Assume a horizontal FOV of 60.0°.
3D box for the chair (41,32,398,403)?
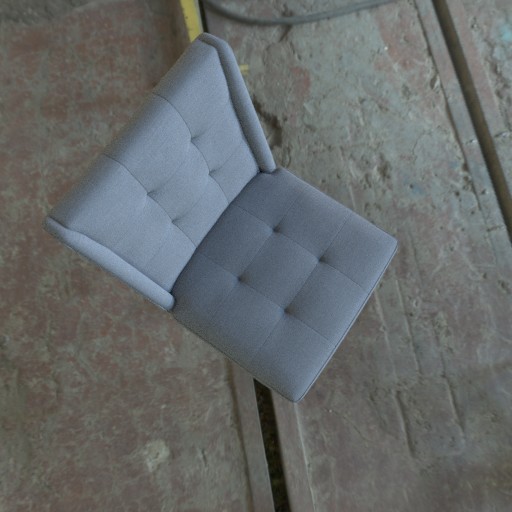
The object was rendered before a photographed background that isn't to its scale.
[{"bbox_3d":[0.000,0.000,1.282,0.676,0.853,0.569,34,79,8],"label":"chair"}]
